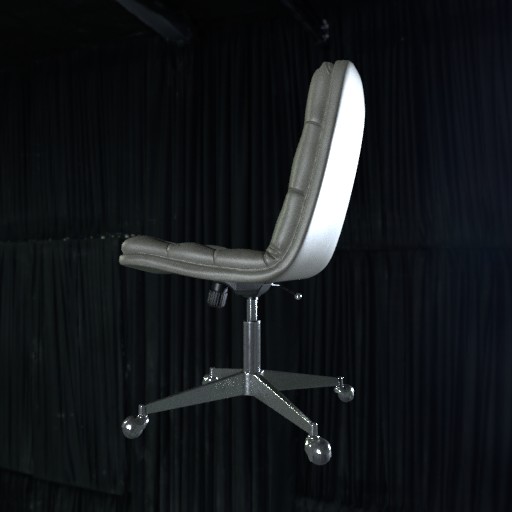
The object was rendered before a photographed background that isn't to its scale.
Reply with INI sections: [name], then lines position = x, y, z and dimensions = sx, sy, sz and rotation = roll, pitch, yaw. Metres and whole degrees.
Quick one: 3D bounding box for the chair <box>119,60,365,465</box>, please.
[chair]
position = 0.000, 0.000, 1.018
dimensions = 0.485, 0.738, 0.422
rotation = 0, -2, 18
